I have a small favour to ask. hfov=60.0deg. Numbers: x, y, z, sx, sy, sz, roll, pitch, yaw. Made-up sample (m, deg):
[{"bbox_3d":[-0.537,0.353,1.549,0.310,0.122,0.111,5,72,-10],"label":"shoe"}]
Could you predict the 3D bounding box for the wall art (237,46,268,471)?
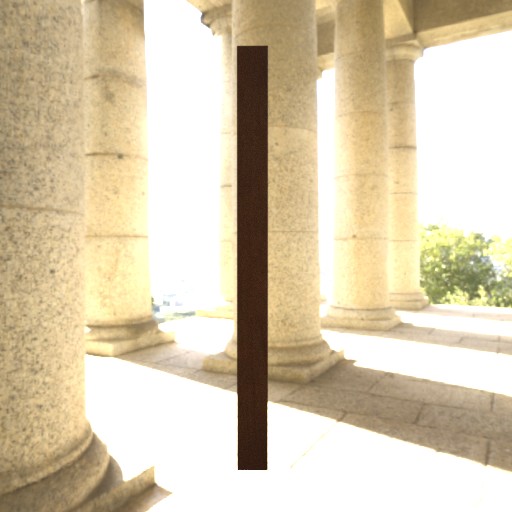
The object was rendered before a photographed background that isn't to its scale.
[{"bbox_3d":[0.000,0.000,0.755,0.033,0.457,0.558,0,1,1],"label":"wall art"}]
